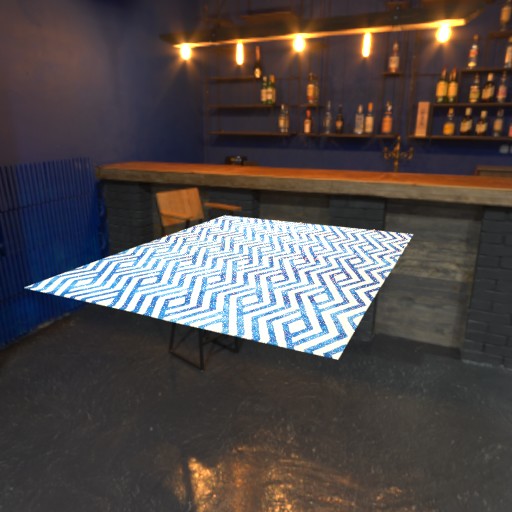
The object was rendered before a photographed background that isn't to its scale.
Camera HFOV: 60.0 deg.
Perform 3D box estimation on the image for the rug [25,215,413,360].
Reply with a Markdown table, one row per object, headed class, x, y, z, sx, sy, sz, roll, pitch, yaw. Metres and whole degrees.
| class | x | y | z | sx | sy | sz | roll | pitch | yaw |
| --- | --- | --- | --- | --- | --- | --- | --- | --- | --- |
| rug | 0.000 | 0.000 | 4.182 | 2.453 | 0.008 | 3.059 | 8 | 18 | 25 |
